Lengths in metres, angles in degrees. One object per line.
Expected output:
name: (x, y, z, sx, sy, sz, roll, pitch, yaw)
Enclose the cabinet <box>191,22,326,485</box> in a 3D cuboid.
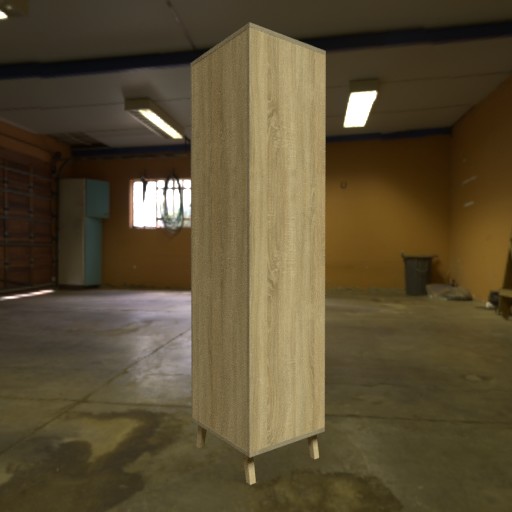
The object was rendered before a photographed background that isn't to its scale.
cabinet: (0.000, 0.000, 2.203, 0.450, 1.960, 0.510, -1, 1, -37)
